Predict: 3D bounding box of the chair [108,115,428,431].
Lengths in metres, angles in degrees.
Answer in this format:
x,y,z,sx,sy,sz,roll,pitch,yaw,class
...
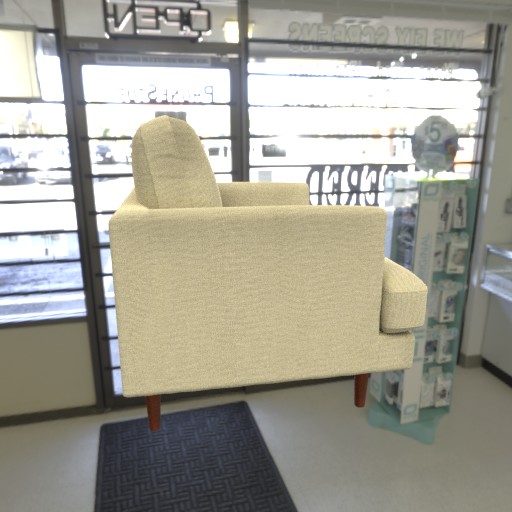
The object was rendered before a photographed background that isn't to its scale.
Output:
x,y,z,sx,sy,sz,roll,pitch,yaw,class
0.000,0.000,1.611,0.899,0.957,0.858,-3,15,-10,chair
